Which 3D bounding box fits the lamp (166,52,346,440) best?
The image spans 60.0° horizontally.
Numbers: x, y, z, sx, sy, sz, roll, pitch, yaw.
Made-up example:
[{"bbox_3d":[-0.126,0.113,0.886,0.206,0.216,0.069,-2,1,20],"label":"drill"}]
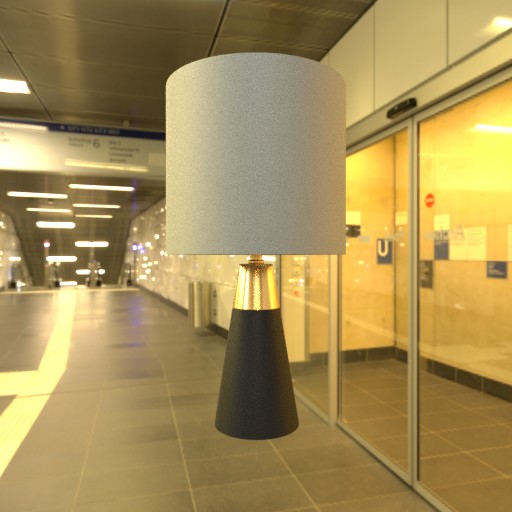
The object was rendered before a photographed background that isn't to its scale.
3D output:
[{"bbox_3d":[0.000,0.000,0.773,0.308,0.580,0.308,0,0,-35],"label":"lamp"}]
